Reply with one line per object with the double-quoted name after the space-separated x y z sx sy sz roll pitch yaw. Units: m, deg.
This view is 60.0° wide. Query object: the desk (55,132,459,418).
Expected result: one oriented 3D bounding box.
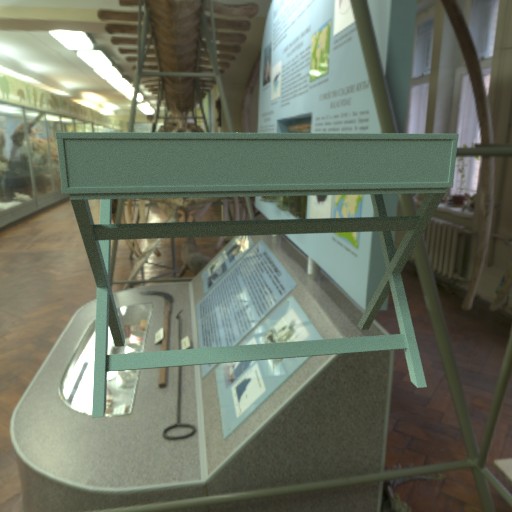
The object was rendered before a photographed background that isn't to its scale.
0.000 0.000 1.482 1.059 0.780 0.509 -2 14 -9 "desk"
